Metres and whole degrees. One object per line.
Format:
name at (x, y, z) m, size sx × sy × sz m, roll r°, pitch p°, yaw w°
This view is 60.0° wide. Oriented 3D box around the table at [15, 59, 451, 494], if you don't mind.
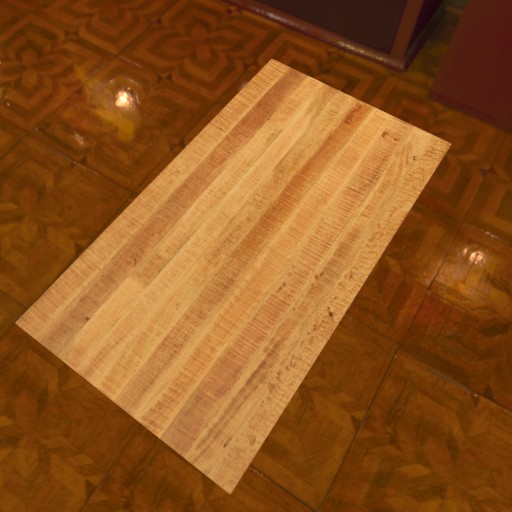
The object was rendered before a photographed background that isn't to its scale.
table at (0.000, 0.000, 1.614) m, size 0.760 × 0.455 × 1.320 m, roll 32°, pitch 68°, yaw 15°
